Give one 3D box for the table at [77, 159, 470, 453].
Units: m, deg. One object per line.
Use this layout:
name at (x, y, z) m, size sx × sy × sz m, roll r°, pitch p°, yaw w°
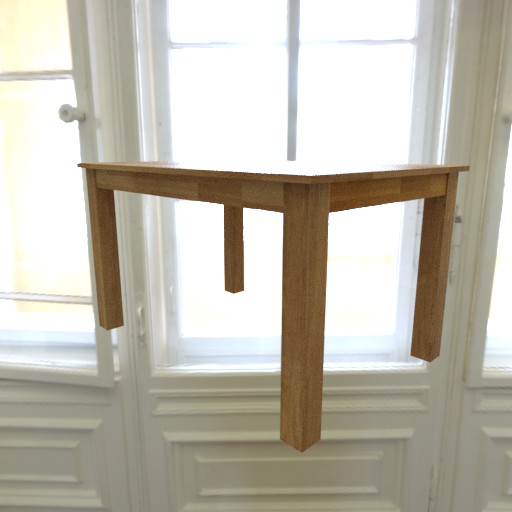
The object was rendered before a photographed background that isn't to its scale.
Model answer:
table at (0.000, 0.000, 1.847) m, size 0.900 × 0.750 × 1.300 m, roll -13°, pitch 18°, yaw -42°
